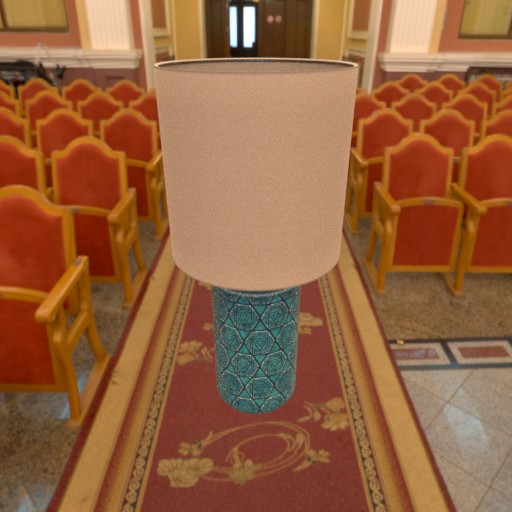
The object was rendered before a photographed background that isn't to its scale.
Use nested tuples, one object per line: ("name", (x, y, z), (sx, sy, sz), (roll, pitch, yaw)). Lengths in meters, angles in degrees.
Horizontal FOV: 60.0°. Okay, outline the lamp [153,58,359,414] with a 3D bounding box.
("lamp", (0.000, 0.000, 0.748), (0.278, 0.597, 0.278), (0, 27, 1))
